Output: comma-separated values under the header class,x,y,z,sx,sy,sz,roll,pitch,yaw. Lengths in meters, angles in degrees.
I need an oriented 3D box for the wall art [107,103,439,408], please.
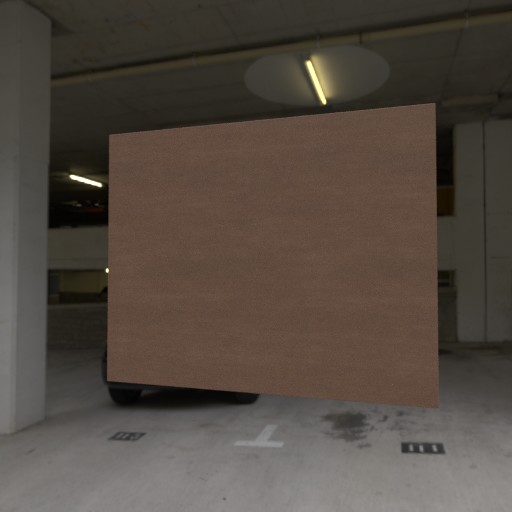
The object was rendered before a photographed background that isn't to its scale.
class,x,y,z,sx,sy,sz,roll,pitch,yaw
wall art,0.000,0.000,0.669,0.508,0.408,0.012,0,-2,16
